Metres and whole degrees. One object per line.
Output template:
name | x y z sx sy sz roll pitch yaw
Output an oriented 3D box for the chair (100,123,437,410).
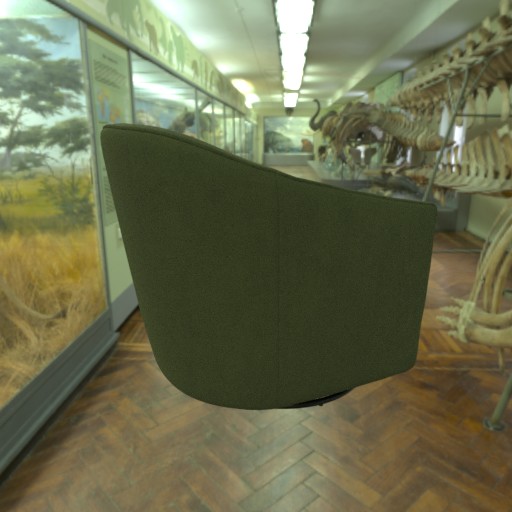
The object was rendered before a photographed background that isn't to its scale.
chair | 0.000 0.000 1.414 0.875 0.799 0.747 -7 16 -26
